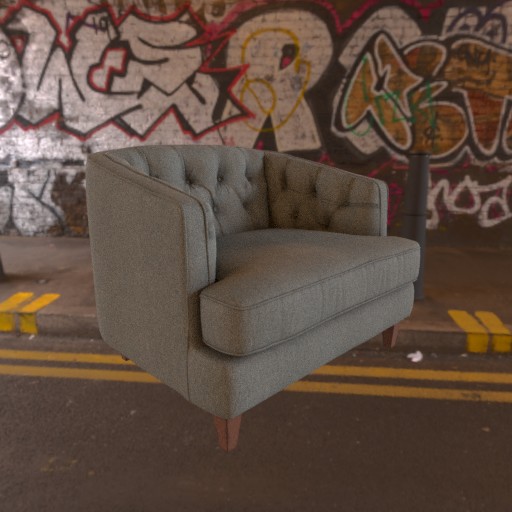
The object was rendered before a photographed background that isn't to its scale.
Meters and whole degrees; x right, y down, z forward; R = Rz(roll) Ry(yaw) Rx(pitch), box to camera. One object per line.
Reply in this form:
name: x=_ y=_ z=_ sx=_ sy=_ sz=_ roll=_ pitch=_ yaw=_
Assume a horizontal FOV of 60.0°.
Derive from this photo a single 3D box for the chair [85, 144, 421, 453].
chair: x=0.000 y=0.000 z=1.743 sx=0.945 sy=0.852 sz=1.094 roll=13 pitch=19 yaw=43
